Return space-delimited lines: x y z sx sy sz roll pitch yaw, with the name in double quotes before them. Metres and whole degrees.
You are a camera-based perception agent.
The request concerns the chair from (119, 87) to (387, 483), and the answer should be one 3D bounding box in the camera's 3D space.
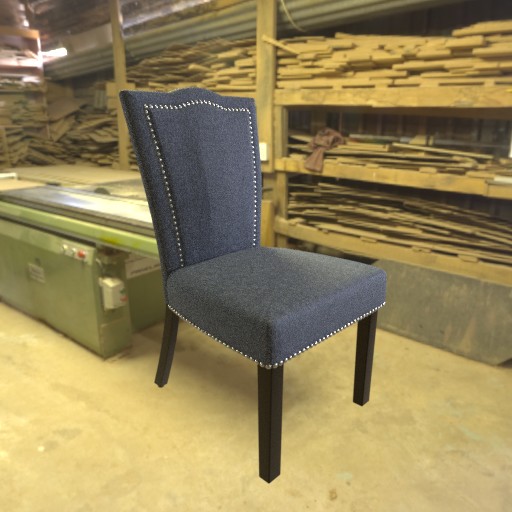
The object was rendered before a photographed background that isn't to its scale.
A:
"chair" 0.000 0.000 1.285 0.589 0.946 0.518 15 22 42
